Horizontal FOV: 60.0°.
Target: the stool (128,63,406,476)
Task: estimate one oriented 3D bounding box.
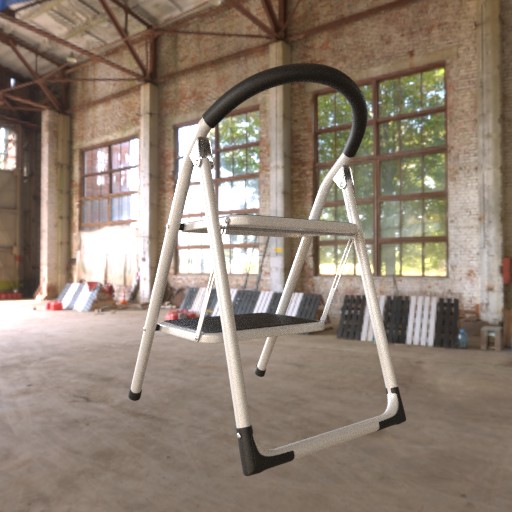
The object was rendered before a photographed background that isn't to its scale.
[{"bbox_3d":[0.000,0.000,1.099,0.453,0.760,0.559,1,-1,-36],"label":"stool"}]
